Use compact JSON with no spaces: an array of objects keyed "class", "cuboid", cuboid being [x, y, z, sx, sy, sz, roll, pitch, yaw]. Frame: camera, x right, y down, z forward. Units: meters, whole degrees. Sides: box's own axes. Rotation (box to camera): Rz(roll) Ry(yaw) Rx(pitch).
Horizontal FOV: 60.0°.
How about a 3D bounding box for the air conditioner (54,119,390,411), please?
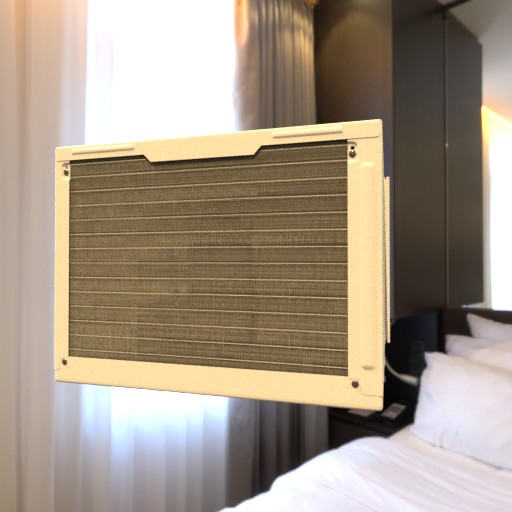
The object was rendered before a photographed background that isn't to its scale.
[{"class":"air conditioner","cuboid":[0.000,0.000,0.868,0.503,0.388,0.546,0,-1,16]}]
